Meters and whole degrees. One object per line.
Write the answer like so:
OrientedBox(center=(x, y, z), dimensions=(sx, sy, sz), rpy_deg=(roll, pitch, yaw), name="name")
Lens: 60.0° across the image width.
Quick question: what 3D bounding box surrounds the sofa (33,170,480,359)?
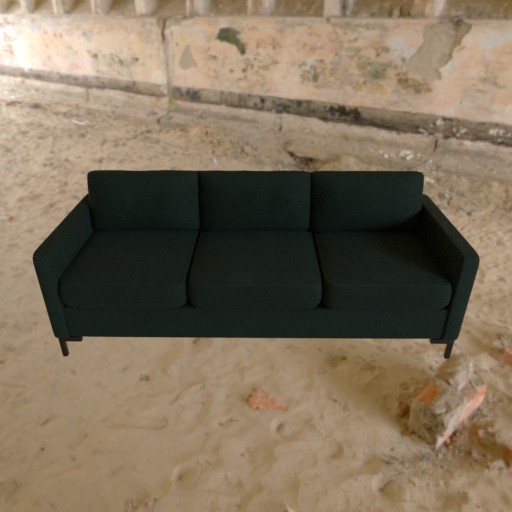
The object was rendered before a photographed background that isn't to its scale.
OrientedBox(center=(0.000, 0.000, 2.629), dimensions=(2.218, 0.870, 0.859), rpy_deg=(0, 30, 0), name="sofa")
